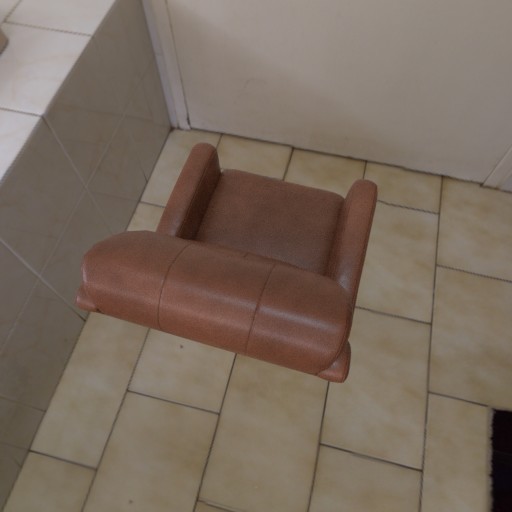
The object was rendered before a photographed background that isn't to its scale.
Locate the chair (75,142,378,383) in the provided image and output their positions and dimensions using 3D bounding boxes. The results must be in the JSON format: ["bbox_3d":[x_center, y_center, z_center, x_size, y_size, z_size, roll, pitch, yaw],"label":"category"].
[{"bbox_3d":[0.000,0.000,1.655,0.787,1.016,0.939,15,63,7],"label":"chair"}]
